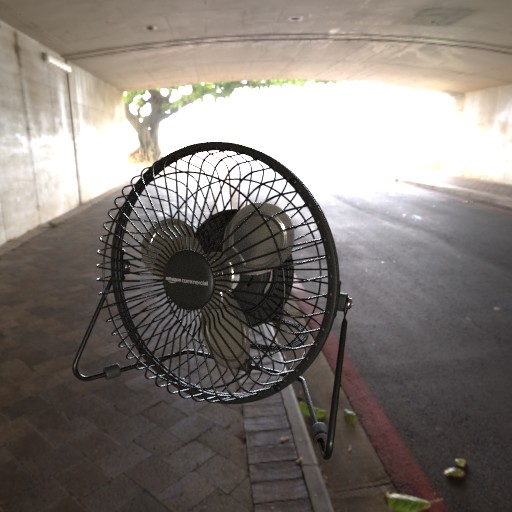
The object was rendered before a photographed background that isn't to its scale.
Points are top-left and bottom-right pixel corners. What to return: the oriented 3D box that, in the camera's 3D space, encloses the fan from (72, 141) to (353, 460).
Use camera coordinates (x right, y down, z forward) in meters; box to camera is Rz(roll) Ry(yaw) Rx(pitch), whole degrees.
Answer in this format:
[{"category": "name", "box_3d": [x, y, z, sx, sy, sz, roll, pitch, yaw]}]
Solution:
[{"category": "fan", "box_3d": [0.000, 0.000, 0.374, 0.209, 0.188, 0.227, 7, 16, 26]}]
